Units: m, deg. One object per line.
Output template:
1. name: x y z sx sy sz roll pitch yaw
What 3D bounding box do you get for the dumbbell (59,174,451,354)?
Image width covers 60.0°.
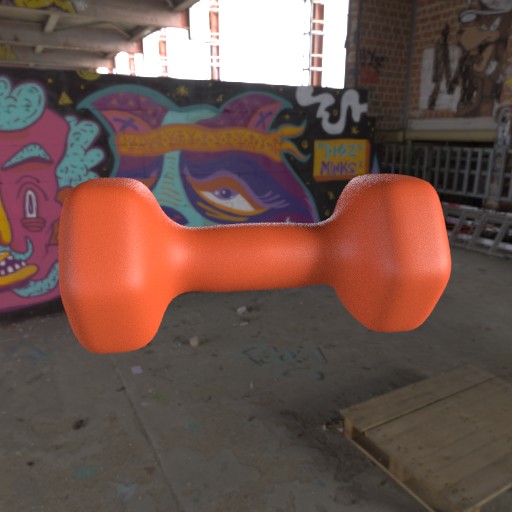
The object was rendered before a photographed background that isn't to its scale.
1. dumbbell: 0.000 0.000 0.202 0.162 0.071 0.079 -2 15 -9
